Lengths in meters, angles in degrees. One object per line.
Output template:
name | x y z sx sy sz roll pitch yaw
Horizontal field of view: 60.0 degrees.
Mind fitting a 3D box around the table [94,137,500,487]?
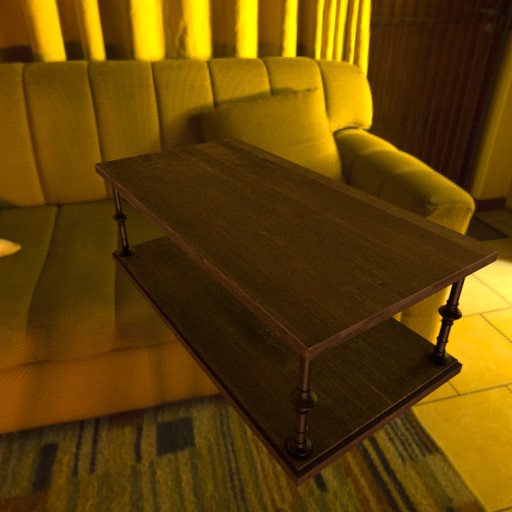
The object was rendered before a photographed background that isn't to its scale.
table | 0.000 0.000 1.321 0.554 0.373 1.088 -19 36 -29
